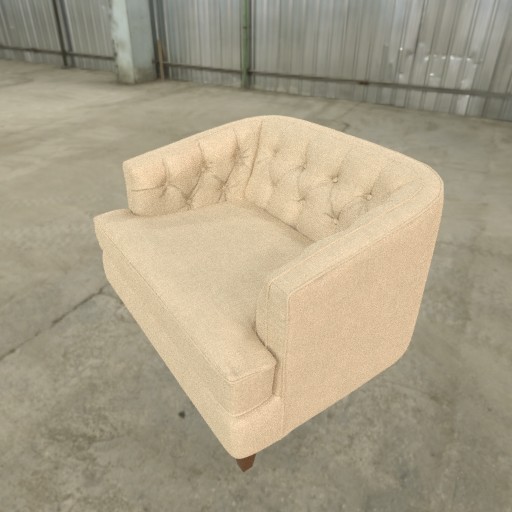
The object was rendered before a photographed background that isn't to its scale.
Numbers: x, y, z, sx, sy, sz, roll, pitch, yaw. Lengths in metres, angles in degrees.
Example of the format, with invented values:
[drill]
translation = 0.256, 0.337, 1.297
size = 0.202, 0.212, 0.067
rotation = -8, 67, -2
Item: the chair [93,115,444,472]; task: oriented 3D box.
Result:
[chair]
translation = 0.000, 0.000, 1.694
size = 0.914, 0.787, 1.118
rotation = -20, 37, -29
